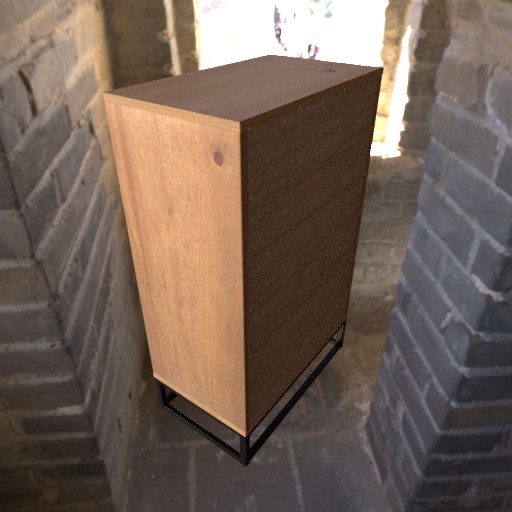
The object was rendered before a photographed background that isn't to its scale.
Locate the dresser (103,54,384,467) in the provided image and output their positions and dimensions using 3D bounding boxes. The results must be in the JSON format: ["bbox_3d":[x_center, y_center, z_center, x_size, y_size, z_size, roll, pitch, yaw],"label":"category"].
[{"bbox_3d":[0.000,0.000,1.631,0.479,1.240,0.761,22,39,30],"label":"dresser"}]
